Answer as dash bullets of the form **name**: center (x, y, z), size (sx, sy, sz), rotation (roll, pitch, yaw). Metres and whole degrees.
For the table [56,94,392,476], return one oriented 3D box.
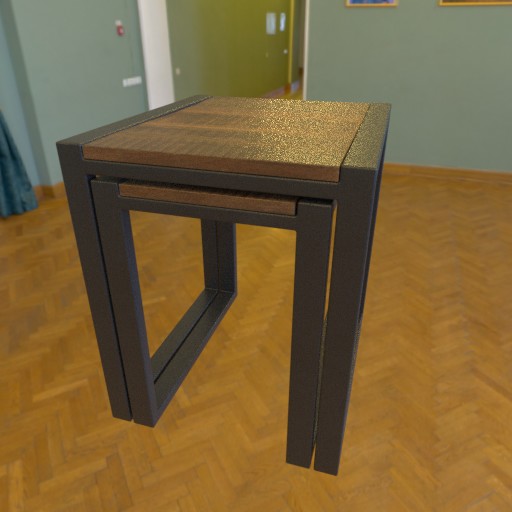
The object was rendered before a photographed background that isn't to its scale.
- **table**: center (0.000, 0.000, 0.913), size (0.449, 0.550, 0.500), rotation (8, 29, 15)
